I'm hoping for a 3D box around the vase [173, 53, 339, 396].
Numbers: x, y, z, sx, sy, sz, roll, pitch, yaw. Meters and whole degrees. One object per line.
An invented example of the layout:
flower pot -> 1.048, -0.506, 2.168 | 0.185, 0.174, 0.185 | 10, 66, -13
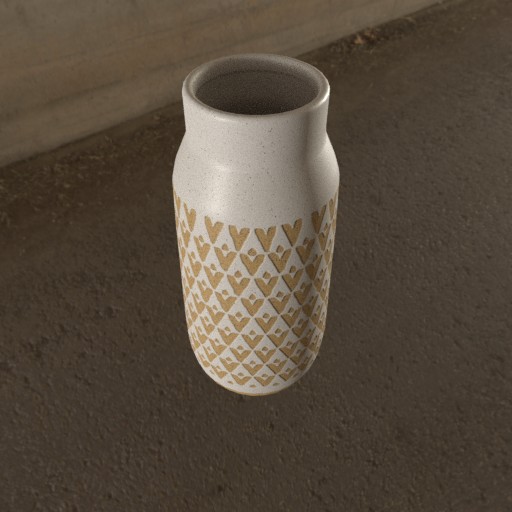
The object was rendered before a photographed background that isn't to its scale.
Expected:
vase -> 0.000, 0.000, 0.381 | 0.137, 0.307, 0.137 | 0, 46, 0
